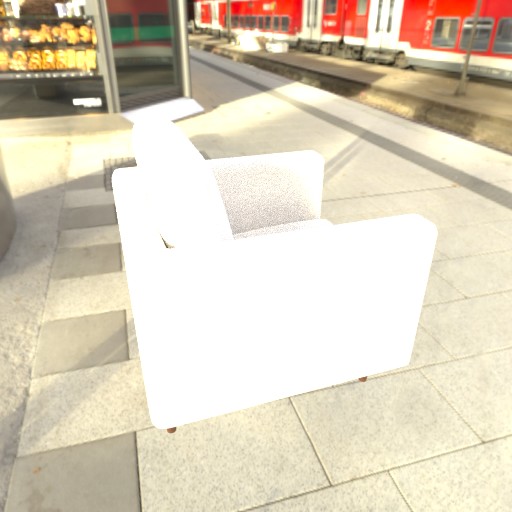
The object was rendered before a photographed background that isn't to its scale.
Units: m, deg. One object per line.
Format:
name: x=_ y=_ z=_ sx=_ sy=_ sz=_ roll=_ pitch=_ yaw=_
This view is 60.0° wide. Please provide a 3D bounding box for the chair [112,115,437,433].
chair: x=0.000 y=0.000 z=1.561 sx=0.879 sy=0.899 sz=0.831 roll=-9 pitch=30 yaw=-16
